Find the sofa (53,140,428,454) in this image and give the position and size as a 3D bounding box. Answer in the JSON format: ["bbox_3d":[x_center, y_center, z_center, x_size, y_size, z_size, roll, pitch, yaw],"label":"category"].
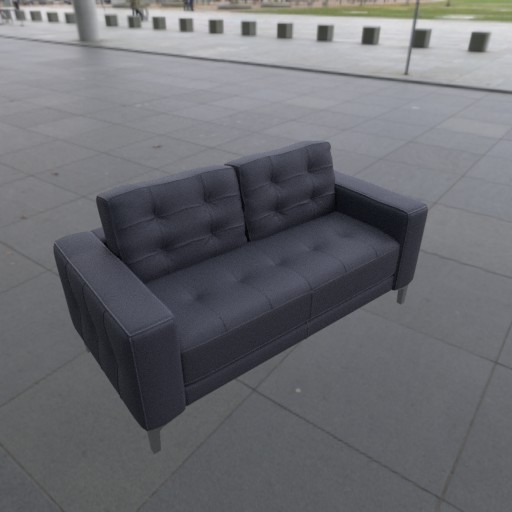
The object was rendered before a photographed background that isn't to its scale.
[{"bbox_3d":[0.000,0.000,2.251,1.726,0.893,0.833,-22,37,-32],"label":"sofa"}]
